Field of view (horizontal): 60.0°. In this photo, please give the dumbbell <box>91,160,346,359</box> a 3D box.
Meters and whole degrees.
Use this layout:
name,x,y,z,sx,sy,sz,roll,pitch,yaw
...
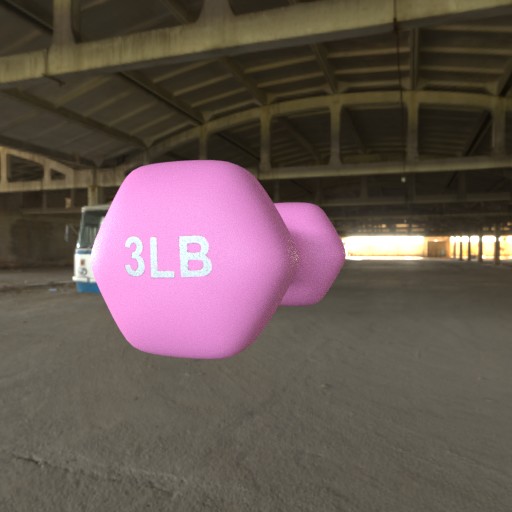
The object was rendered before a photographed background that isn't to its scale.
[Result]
name,x,y,z,sx,sy,sz,roll,pitch,yaw
dumbbell,0.000,0.000,0.194,0.064,0.058,0.159,0,1,19
